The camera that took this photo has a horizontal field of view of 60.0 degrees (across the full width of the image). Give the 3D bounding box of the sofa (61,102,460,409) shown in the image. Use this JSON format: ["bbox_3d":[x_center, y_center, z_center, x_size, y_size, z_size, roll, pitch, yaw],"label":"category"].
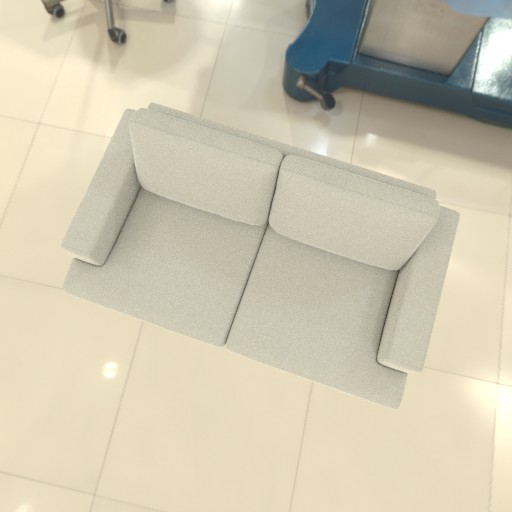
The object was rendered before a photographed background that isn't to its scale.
[{"bbox_3d":[0.000,0.000,2.103,1.650,0.810,0.920,19,76,5],"label":"sofa"}]
